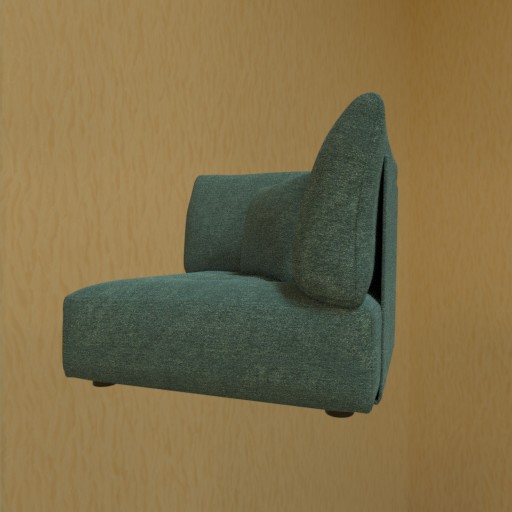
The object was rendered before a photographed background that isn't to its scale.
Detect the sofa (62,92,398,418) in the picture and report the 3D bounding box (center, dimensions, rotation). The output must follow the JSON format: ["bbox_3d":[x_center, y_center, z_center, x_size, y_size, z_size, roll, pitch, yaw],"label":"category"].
[{"bbox_3d":[0.000,0.000,1.681,1.000,0.820,1.000,0,1,20],"label":"sofa"}]
